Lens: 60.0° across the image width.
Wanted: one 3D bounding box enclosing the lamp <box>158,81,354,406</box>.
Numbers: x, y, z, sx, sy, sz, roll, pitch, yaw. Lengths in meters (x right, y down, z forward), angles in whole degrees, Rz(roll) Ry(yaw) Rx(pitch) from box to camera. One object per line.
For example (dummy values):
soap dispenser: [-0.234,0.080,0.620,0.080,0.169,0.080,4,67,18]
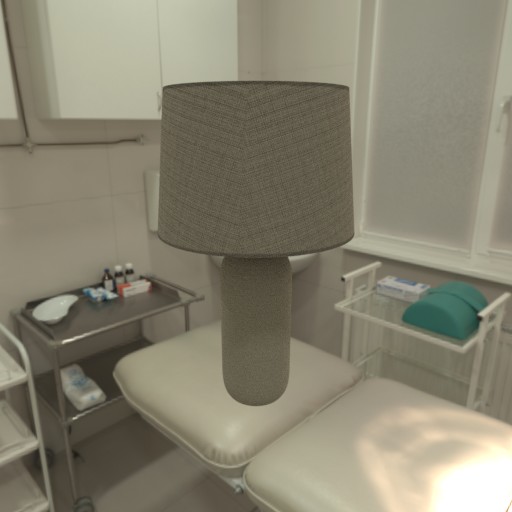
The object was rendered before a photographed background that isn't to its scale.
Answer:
lamp: [0.000,0.000,0.860,0.367,0.609,0.367,0,17,0]
